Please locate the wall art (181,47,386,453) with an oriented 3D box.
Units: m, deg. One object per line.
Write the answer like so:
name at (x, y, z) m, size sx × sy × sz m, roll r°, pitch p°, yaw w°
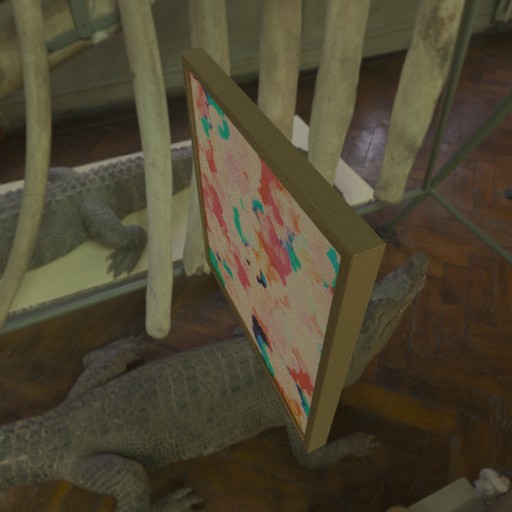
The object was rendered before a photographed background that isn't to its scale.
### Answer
wall art at (0.000, 0.000, 0.761) m, size 0.037 × 0.509 × 0.510 m, roll -19°, pitch 50°, yaw -17°
